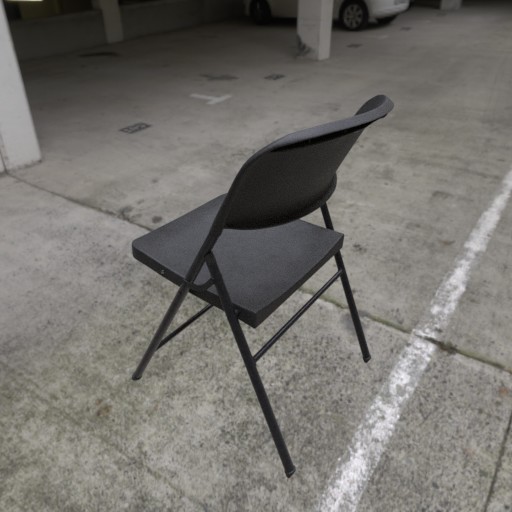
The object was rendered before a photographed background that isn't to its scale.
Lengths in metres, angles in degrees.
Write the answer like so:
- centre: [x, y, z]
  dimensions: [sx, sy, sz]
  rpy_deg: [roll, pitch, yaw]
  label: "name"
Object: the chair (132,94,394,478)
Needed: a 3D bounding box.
- centre: [0.000, 0.000, 1.146]
  dimensions: [0.566, 0.810, 0.494]
  rpy_deg: [20, 36, 29]
  label: "chair"
